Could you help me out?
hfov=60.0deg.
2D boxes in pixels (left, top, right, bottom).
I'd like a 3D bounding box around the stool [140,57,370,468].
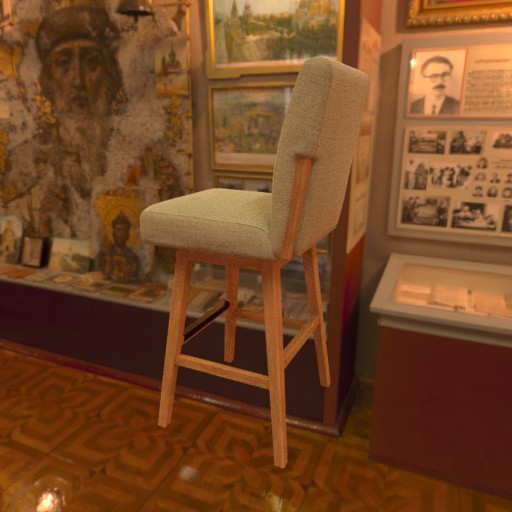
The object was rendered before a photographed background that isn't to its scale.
[{"bbox_3d":[0.000,0.000,1.414,0.569,1.106,0.483,8,19,24],"label":"stool"}]
